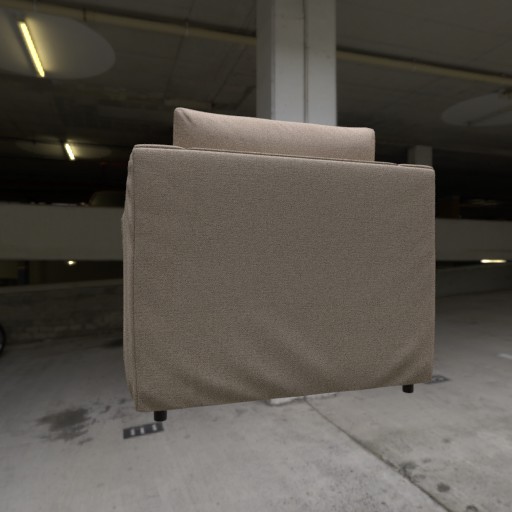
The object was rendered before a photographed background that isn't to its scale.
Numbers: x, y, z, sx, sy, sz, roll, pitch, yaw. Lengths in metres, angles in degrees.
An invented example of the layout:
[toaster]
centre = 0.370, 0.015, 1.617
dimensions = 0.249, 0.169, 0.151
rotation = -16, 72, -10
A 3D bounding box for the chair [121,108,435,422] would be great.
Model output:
[chair]
centre = 0.000, 0.000, 2.070
dimensions = 1.194, 1.093, 1.071
rotation = 0, 0, -18
